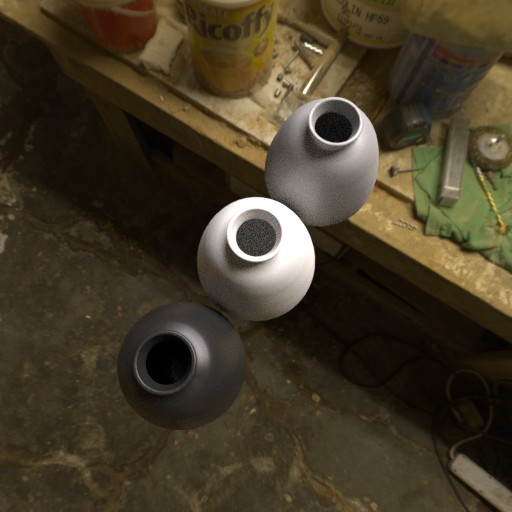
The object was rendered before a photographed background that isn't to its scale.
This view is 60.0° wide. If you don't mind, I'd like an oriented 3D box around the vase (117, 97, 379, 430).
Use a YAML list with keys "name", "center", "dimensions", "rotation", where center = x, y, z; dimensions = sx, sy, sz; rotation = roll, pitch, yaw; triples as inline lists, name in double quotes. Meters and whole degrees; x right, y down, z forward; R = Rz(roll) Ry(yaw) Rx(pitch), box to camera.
- name: "vase"
  center: [0.000, 0.000, 0.351]
  dimensions: [0.097, 0.122, 0.297]
  rotation: [33, 78, 8]
